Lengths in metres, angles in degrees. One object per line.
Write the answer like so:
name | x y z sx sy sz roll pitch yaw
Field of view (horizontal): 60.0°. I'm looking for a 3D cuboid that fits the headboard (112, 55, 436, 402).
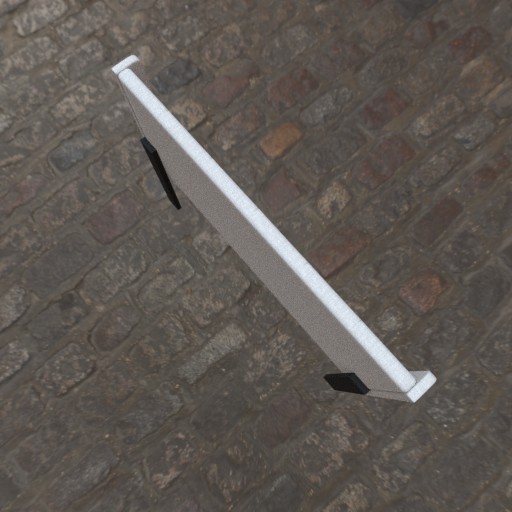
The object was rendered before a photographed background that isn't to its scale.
headboard | 0.000 0.000 2.701 0.184 1.524 2.051 -40 78 -10
